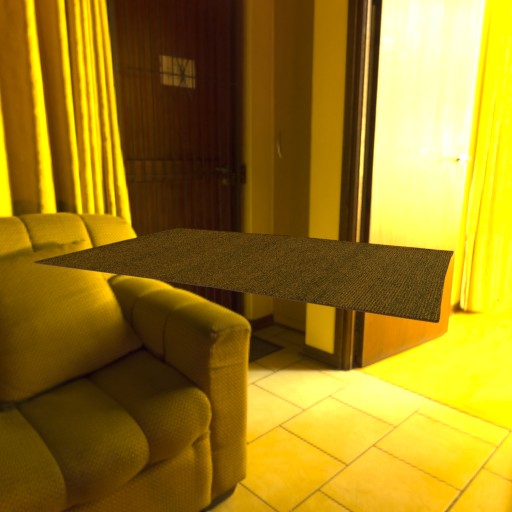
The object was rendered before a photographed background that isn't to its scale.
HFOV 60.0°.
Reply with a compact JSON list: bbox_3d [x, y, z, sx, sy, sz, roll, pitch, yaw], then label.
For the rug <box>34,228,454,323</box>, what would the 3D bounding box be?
[{"bbox_3d":[0.000,0.000,2.204,1.777,0.021,1.145,6,14,25],"label":"rug"}]
